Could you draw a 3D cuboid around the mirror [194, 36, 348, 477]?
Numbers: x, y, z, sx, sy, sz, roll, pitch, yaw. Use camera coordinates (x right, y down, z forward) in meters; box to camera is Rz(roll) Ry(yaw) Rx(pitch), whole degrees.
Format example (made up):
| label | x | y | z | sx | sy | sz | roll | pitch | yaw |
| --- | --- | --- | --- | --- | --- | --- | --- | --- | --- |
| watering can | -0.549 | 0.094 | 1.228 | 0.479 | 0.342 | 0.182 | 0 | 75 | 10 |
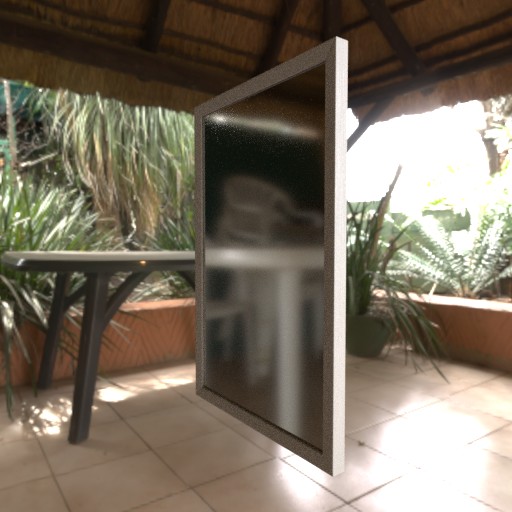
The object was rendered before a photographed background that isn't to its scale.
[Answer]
| label | x | y | z | sx | sy | sz | roll | pitch | yaw |
| --- | --- | --- | --- | --- | --- | --- | --- | --- | --- |
| mirror | 0.000 | 0.000 | 1.177 | 0.040 | 0.915 | 0.609 | -2 | 3 | -36 |
